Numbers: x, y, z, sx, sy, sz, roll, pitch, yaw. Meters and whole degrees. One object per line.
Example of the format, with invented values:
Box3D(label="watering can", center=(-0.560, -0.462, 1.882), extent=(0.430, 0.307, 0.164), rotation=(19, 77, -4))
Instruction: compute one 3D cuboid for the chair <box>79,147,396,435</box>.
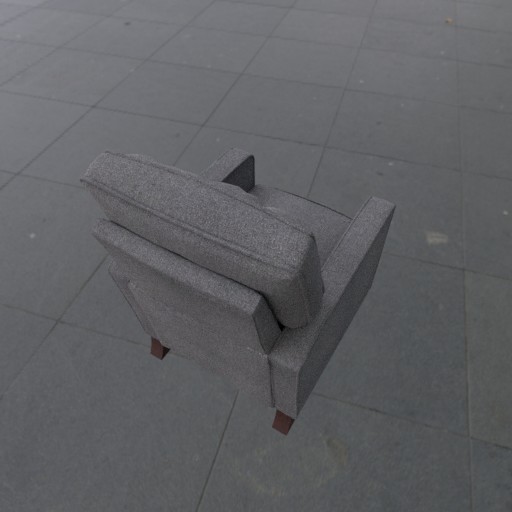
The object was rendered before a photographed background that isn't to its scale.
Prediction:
Box3D(label="chair", center=(0.000, 0.000, 1.422), extent=(0.650, 0.889, 0.775), rotation=(24, 51, 21))
